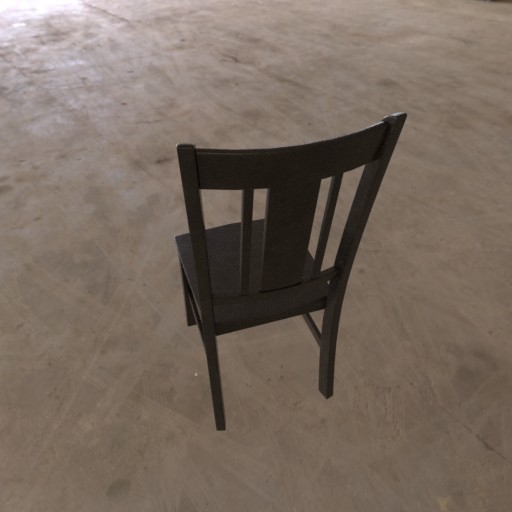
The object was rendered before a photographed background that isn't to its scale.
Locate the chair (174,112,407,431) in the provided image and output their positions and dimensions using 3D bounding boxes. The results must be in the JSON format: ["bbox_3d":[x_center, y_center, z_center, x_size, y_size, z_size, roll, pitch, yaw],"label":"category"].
[{"bbox_3d":[0.000,0.000,1.305,0.450,0.998,0.555,-12,41,-14],"label":"chair"}]
